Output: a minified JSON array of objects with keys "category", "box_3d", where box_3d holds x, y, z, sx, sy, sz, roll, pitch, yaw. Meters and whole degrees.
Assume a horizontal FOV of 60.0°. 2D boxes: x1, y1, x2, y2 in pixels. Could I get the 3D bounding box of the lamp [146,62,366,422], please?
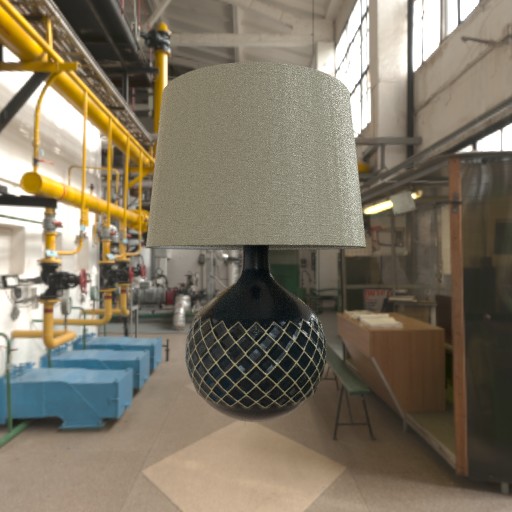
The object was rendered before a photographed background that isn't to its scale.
[{"category":"lamp","box_3d":[0.000,0.000,0.779,0.376,0.540,0.376,0,0,0]}]
